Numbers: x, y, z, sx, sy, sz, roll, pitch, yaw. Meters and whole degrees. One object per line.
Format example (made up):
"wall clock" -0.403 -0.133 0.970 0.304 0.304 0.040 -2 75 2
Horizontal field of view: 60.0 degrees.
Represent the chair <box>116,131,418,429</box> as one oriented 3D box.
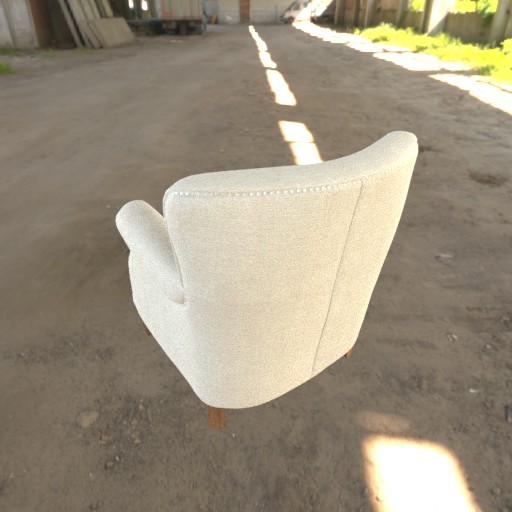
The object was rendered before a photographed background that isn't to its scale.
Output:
"chair" 0.000 0.000 1.630 0.861 0.936 0.921 -19 35 -30
